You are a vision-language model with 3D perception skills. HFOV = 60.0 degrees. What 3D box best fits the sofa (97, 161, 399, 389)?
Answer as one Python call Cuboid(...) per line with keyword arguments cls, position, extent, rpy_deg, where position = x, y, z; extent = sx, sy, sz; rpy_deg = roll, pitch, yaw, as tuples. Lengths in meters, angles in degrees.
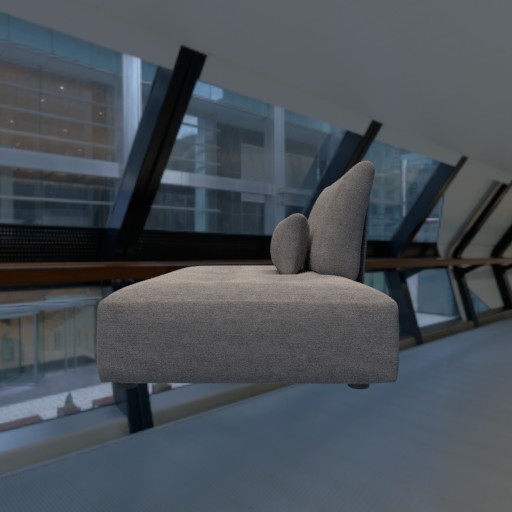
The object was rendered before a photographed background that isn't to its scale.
Cuboid(cls="sofa", position=(0.000, 0.000, 2.073), extent=(1.002, 0.820, 1.450), rpy_deg=(0, 1, 0))
